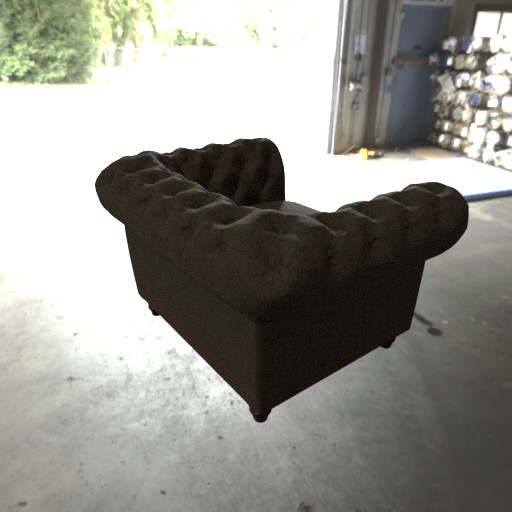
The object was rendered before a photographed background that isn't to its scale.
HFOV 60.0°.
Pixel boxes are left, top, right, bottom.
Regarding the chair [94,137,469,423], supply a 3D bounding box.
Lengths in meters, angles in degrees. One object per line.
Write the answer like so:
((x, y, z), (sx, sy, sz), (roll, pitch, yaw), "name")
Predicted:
((0.000, 0.000, 1.875), (0.945, 0.780, 1.298), (-18, 32, -33), "chair")
